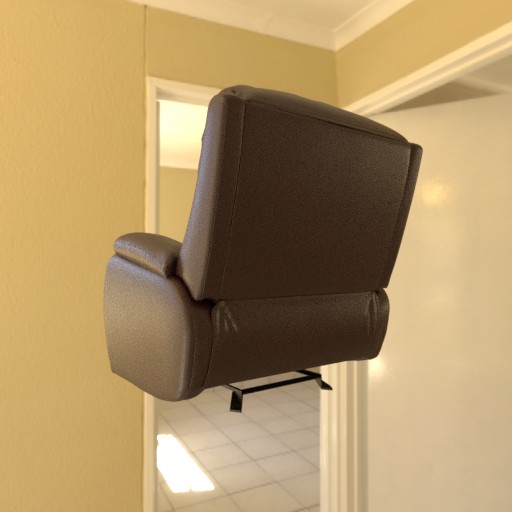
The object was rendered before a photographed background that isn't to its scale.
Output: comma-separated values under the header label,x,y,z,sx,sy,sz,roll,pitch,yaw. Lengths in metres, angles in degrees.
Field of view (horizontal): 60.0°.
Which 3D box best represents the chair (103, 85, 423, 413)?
label,x,y,z,sx,sy,sz,roll,pitch,yaw
chair,0.000,0.000,1.710,0.930,1.011,0.899,1,-1,-36
